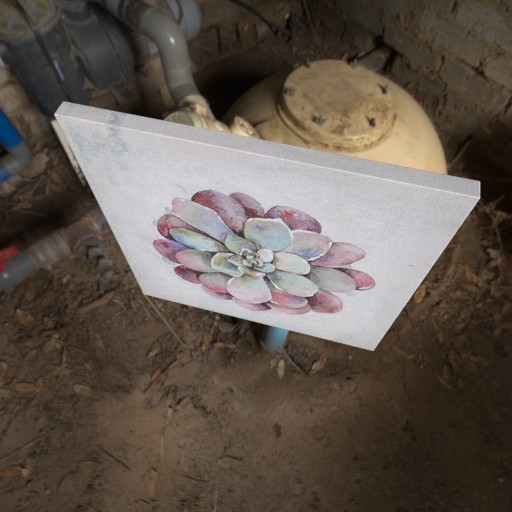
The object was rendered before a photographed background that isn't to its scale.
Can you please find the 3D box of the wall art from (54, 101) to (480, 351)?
[{"bbox_3d":[0.000,0.000,1.104,0.762,0.762,0.041,13,60,7],"label":"wall art"}]
